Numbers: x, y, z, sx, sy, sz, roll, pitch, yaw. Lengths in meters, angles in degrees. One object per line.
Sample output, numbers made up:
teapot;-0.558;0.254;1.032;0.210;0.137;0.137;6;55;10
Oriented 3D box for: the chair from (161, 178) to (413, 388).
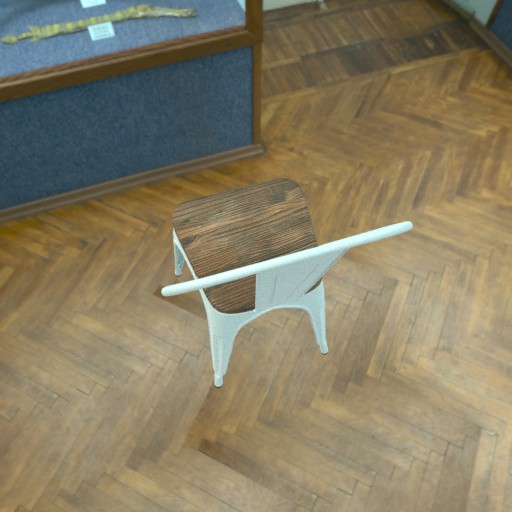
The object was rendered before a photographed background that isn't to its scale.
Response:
chair;0.000;0.000;1.138;0.452;0.851;0.521;-15;61;-9
